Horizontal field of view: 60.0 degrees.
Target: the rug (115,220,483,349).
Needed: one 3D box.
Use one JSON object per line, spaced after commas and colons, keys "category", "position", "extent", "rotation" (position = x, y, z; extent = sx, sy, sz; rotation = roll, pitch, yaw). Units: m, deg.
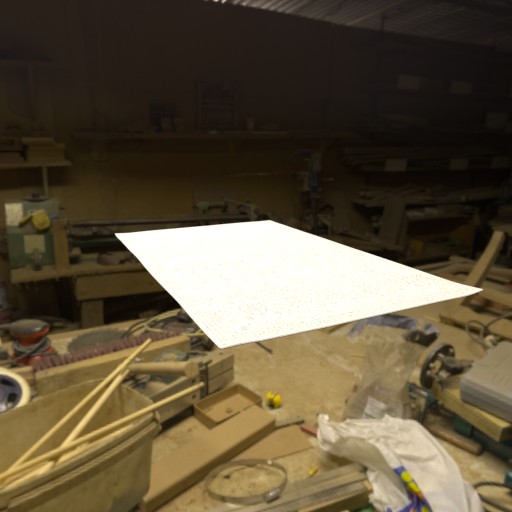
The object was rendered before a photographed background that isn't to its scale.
{"category": "rug", "position": [0.000, 0.000, 3.094], "extent": [1.518, 0.023, 2.434], "rotation": [-7, 16, -25]}
